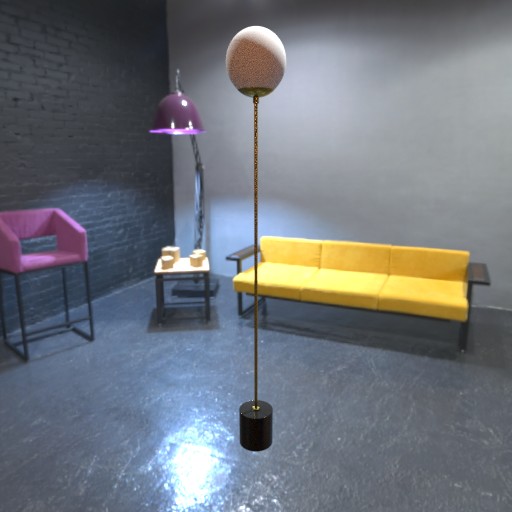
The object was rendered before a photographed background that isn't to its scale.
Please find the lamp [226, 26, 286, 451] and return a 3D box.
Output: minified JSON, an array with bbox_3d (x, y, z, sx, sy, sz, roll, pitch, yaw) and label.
[{"bbox_3d":[0.000,0.000,1.846,0.229,1.748,0.229,7,14,27],"label":"lamp"}]
